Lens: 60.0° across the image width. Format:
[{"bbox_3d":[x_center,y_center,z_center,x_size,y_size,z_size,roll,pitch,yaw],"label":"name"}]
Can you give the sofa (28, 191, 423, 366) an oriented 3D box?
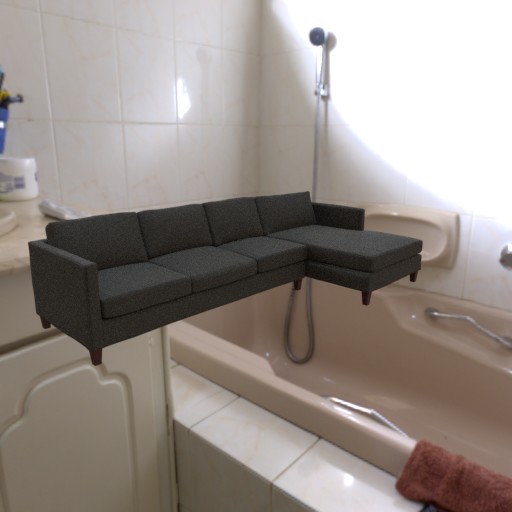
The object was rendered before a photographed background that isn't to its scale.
[{"bbox_3d":[0.000,0.000,3.870,1.625,0.846,3.186,14,20,42],"label":"sofa"}]
